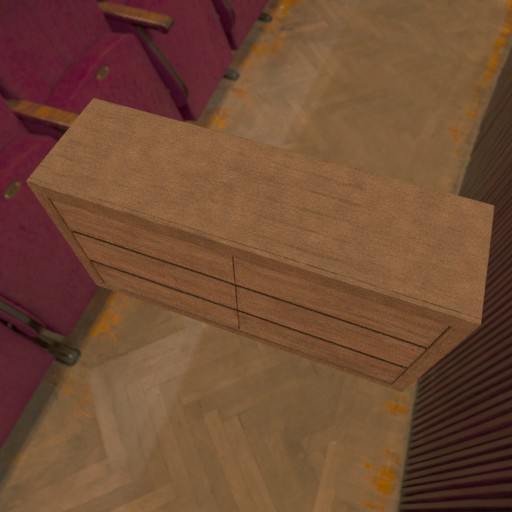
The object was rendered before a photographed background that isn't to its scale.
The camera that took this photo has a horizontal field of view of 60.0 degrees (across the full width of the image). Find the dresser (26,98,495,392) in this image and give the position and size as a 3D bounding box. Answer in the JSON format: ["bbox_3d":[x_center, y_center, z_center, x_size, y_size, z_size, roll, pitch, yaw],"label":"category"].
[{"bbox_3d":[0.000,0.000,1.981,1.628,0.889,0.483,18,61,10],"label":"dresser"}]
